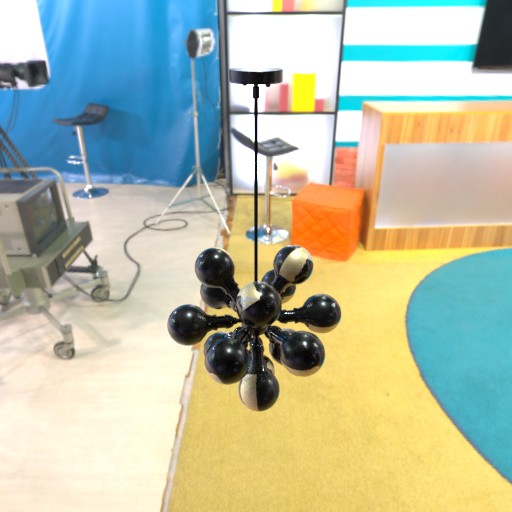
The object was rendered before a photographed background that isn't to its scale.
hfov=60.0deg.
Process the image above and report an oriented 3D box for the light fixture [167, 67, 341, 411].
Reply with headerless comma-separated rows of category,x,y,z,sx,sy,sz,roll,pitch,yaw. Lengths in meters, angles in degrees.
light fixture,0.000,0.000,1.101,0.420,0.859,0.468,-20,33,-33
